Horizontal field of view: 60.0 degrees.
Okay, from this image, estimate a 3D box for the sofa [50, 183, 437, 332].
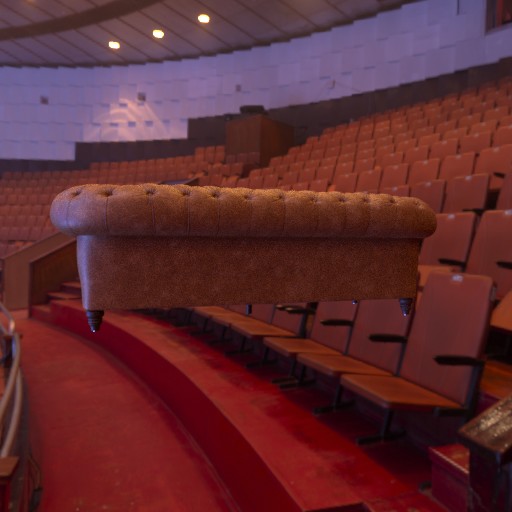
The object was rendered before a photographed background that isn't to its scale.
[{"bbox_3d":[0.000,0.000,2.760,2.365,0.760,0.989,0,1,-18],"label":"sofa"}]
